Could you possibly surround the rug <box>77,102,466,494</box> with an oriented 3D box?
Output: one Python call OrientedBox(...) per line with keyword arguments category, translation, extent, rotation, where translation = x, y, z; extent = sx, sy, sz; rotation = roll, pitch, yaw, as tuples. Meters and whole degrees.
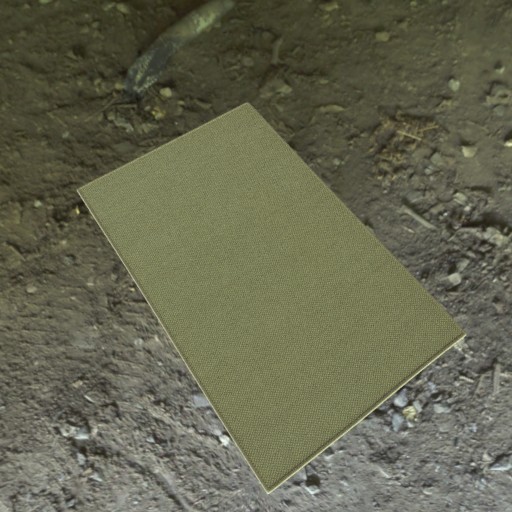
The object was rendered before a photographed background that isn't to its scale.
OrientedBox(category="rug", translation=(0.000, 0.000, 2.087), extent=(1.067, 0.013, 1.676), rotation=(-32, 67, -15))
